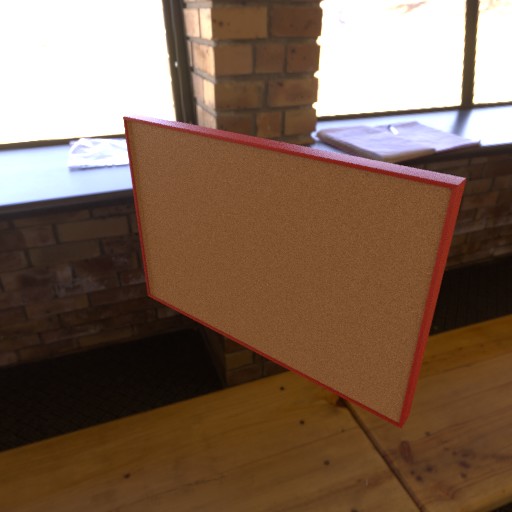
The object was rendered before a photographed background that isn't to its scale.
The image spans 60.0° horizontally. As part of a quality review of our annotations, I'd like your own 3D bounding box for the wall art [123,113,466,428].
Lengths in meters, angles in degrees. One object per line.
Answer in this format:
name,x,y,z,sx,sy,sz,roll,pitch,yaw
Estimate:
wall art,0.000,0.000,0.775,0.607,0.405,0.033,21,35,32
